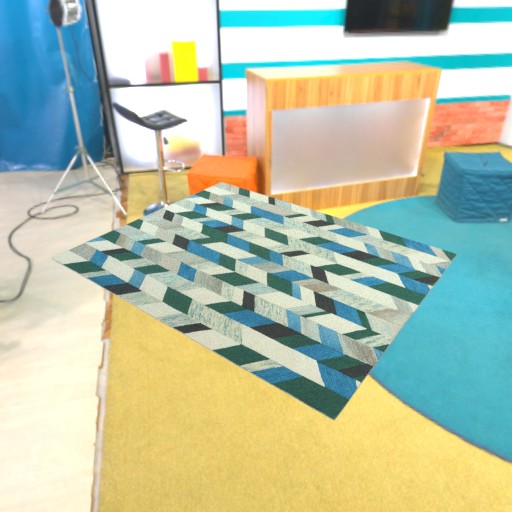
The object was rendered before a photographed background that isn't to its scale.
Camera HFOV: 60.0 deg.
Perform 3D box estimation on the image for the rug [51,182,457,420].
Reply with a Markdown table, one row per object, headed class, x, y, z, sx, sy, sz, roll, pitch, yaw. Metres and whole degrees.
| class | x | y | z | sx | sy | sz | roll | pitch | yaw |
| --- | --- | --- | --- | --- | --- | --- | --- | --- | --- |
| rug | 0.000 | 0.000 | 4.225 | 3.036 | 0.008 | 2.440 | 22 | 37 | 32 |
